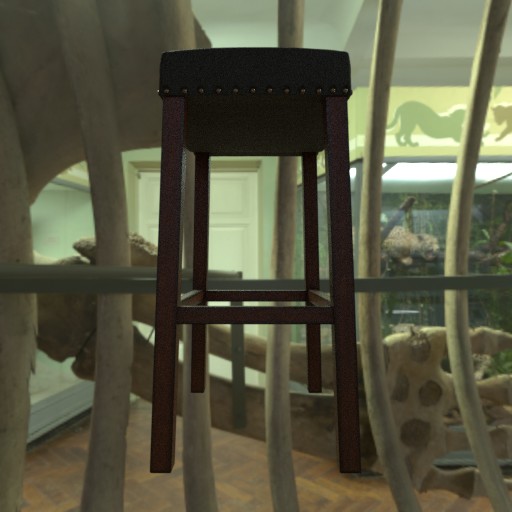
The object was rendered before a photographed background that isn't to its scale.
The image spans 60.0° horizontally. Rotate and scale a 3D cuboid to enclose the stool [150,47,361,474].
[{"bbox_3d":[0.000,0.000,1.021,0.366,0.760,0.502,0,-1,0],"label":"stool"}]
